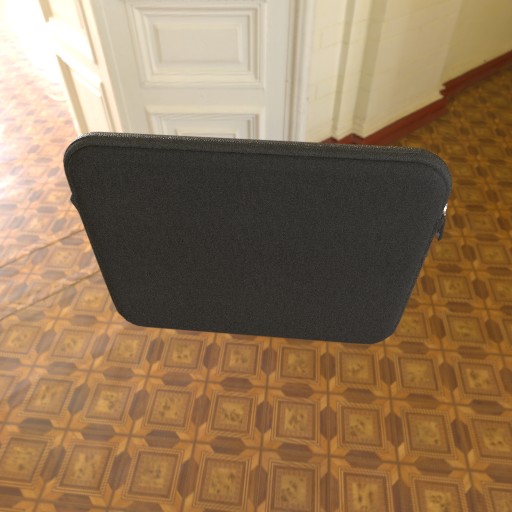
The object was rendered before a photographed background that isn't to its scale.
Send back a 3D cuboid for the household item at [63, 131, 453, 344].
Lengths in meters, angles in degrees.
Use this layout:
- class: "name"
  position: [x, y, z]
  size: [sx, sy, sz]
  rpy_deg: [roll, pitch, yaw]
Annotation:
- class: "household item"
  position: [0.000, 0.000, 0.520]
  size: [0.396, 0.305, 0.030]
  rpy_deg: [4, 46, 4]
